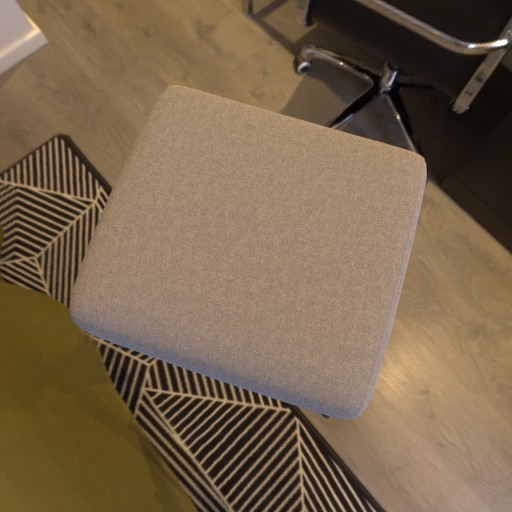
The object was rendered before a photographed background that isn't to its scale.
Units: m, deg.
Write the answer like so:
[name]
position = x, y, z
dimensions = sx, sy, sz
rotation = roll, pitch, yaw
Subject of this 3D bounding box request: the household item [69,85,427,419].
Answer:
[household item]
position = 0.000, 0.000, 0.914
dimensions = 0.530, 0.410, 0.530
rotation = 17, 75, 5
